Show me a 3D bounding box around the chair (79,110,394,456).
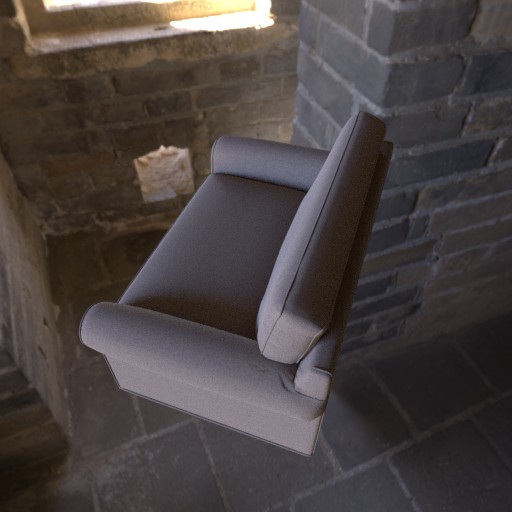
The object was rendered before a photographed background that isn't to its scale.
[{"bbox_3d":[0.000,0.000,1.998,0.930,0.930,1.390,15,49,13],"label":"chair"}]
